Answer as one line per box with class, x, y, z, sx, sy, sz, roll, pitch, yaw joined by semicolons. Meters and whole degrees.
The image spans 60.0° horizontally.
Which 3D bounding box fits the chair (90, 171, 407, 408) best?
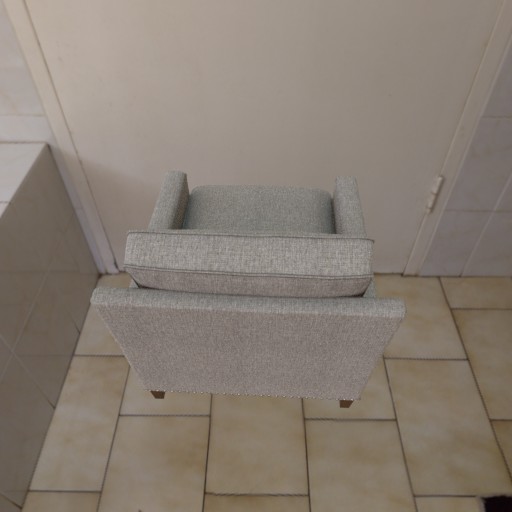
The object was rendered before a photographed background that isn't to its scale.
chair;0.000;0.000;1.752;0.853;0.943;1.014;2;47;2
